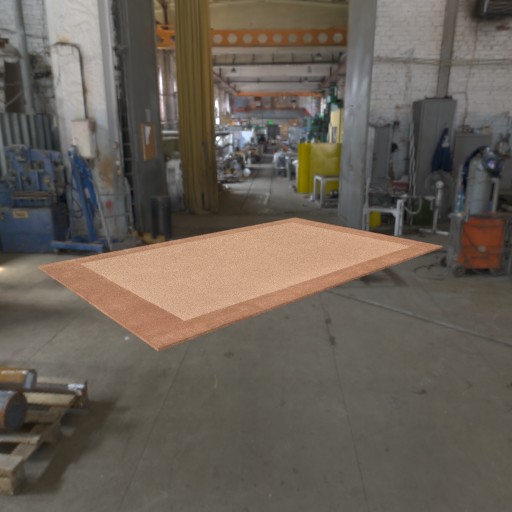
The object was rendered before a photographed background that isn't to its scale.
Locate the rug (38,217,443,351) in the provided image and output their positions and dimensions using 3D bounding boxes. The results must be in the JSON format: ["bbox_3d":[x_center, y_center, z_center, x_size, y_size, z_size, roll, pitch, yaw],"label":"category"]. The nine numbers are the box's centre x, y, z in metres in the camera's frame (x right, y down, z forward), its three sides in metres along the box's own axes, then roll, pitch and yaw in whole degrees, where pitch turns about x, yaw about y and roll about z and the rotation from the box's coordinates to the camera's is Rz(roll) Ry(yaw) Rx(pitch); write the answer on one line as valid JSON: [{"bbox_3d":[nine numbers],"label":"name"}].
[{"bbox_3d":[0.000,0.000,3.108,2.438,0.014,1.524,-14,21,-40],"label":"rug"}]
